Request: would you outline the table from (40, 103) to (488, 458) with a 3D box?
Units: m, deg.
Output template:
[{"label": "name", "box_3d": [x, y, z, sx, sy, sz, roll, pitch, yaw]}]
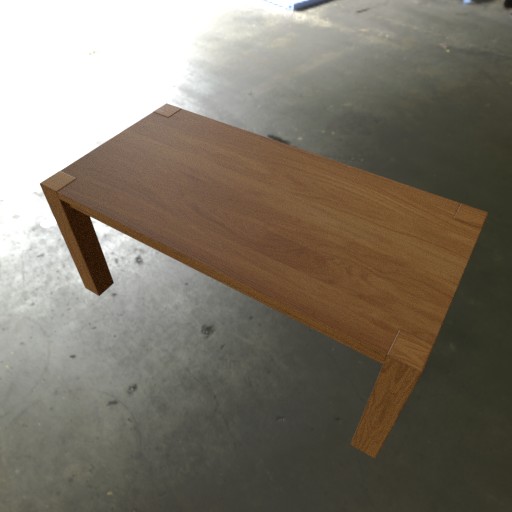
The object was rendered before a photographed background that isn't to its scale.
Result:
[{"label": "table", "box_3d": [0.000, 0.000, 2.252, 1.800, 0.760, 0.900, 25, 51, 22]}]
